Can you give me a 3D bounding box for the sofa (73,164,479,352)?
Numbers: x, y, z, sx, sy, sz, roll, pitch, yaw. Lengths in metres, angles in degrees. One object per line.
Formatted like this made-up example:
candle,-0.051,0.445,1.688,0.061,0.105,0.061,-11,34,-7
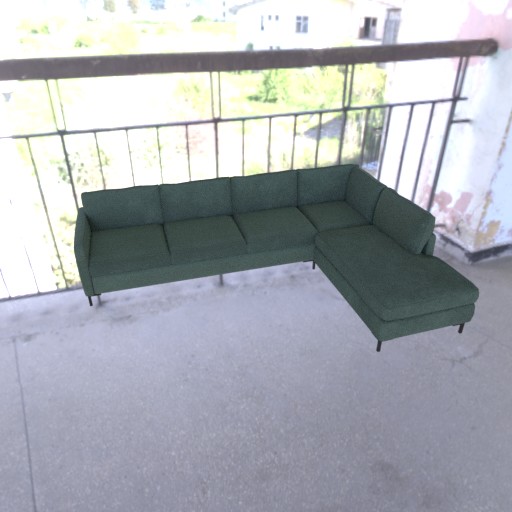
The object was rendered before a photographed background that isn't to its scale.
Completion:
sofa,0.000,0.000,3.191,2.486,0.687,1.707,-9,32,-14
